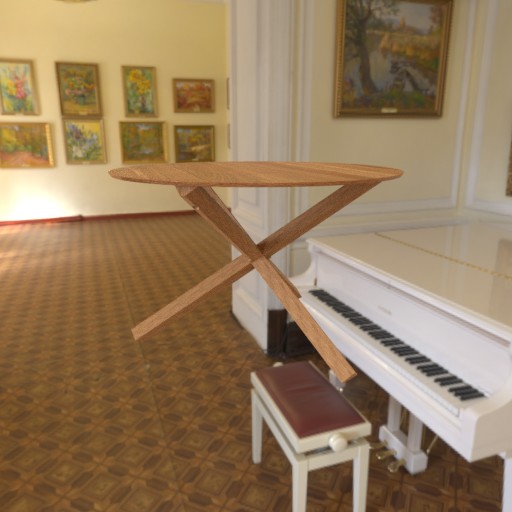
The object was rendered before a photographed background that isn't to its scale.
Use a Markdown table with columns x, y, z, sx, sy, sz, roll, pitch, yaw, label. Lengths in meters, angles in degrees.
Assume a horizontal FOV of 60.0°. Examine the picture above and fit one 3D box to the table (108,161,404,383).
| x | y | z | sx | sy | sz | roll | pitch | yaw | label |
| --- | --- | --- | --- | --- | --- | --- | --- | --- | --- |
| 0.000 | 0.000 | 1.719 | 1.038 | 0.666 | 1.038 | 0 | 15 | 0 | table |
